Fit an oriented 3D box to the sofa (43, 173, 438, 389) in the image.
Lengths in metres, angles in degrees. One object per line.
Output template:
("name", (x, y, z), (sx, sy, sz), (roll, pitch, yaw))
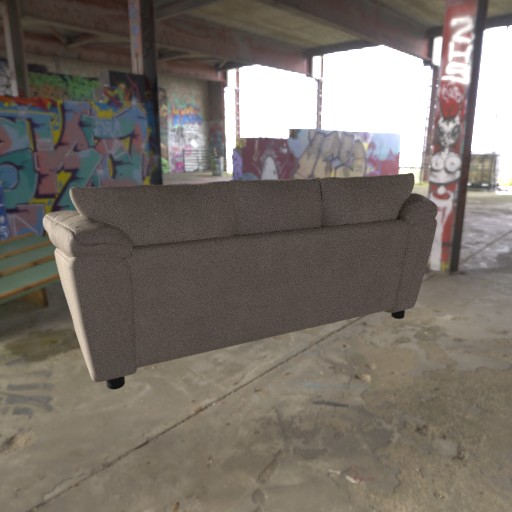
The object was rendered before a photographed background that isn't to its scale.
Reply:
("sofa", (0.000, 0.000, 2.780), (2.334, 0.996, 0.878), (-7, 16, -27))
